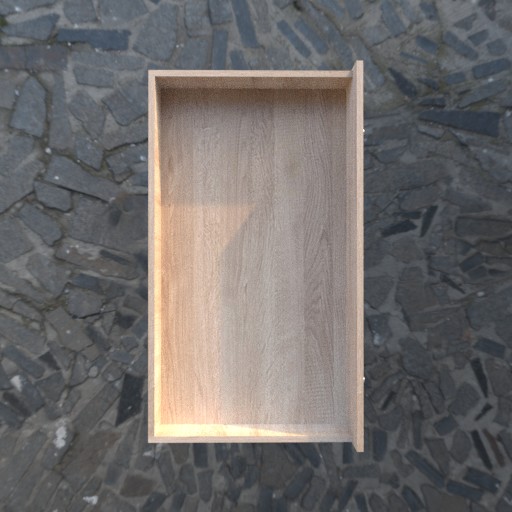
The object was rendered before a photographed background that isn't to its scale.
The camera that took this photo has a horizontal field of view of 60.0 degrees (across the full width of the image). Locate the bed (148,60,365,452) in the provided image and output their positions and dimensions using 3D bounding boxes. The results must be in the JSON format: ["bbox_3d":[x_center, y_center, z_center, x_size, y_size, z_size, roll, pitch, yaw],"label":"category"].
[{"bbox_3d":[0.000,0.000,1.461,0.685,0.209,1.200,0,90,-1],"label":"bed"}]
